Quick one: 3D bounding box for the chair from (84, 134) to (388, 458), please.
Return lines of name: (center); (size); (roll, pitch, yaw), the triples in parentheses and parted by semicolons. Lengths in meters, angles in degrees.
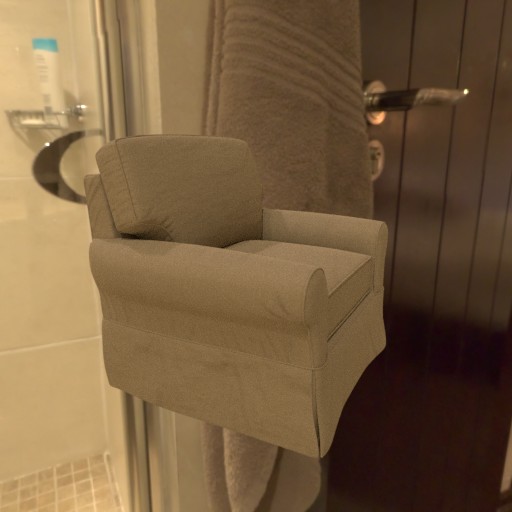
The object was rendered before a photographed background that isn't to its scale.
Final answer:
chair: (0.000, 0.000, 1.920); (0.988, 1.017, 1.135); (7, 16, 27)
